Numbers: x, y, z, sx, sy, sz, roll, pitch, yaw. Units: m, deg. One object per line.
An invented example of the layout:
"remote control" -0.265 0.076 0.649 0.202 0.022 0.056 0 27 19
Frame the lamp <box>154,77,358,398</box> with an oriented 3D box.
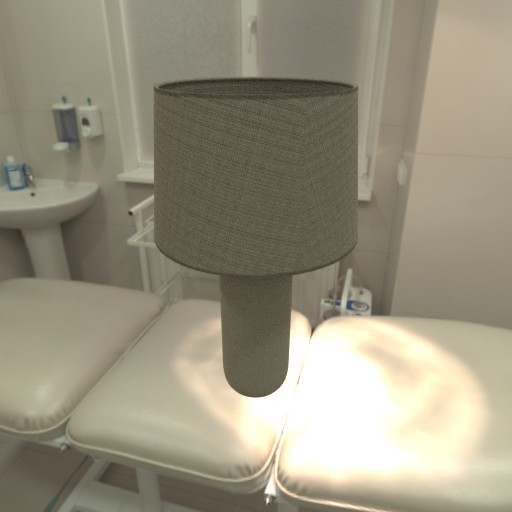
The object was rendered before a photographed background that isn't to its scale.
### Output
"lamp" 0.000 0.000 0.838 0.367 0.609 0.367 0 26 0
